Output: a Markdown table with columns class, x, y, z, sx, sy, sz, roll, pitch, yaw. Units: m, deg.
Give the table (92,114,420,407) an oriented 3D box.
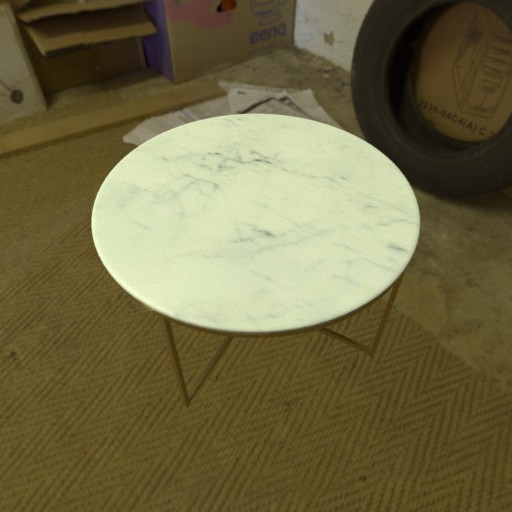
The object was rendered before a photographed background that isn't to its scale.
| class | x | y | z | sx | sy | sz | roll | pitch | yaw |
| --- | --- | --- | --- | --- | --- | --- | --- | --- | --- |
| table | 0.000 | 0.000 | 1.272 | 0.800 | 0.450 | 0.800 | 0 | 47 | 0 |
